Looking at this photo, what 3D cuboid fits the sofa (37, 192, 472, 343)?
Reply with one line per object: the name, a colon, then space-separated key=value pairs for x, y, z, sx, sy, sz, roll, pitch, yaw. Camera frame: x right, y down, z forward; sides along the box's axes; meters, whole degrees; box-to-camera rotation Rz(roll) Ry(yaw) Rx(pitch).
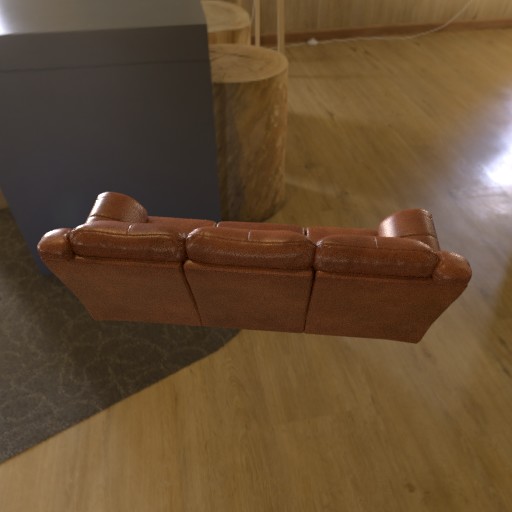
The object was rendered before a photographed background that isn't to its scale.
sofa: x=0.000 y=0.000 z=2.863 sx=2.337 sy=1.043 sz=0.991 roll=4 pitch=45 yaw=4
